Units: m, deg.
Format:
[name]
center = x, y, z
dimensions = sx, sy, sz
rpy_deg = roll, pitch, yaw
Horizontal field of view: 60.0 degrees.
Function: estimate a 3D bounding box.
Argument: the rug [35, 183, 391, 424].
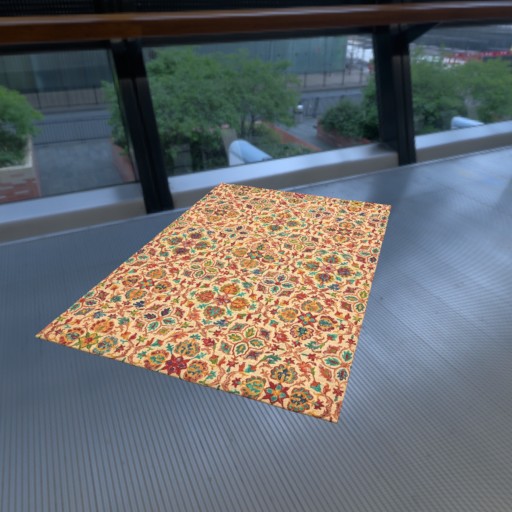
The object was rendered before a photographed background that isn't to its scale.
[rug]
center = 0.000, 0.000, 2.348
dimensions = 1.226, 0.013, 1.838
rpy_deg = 10, 32, 17
